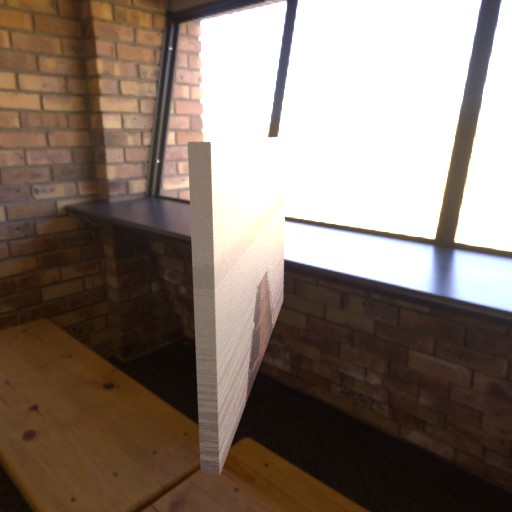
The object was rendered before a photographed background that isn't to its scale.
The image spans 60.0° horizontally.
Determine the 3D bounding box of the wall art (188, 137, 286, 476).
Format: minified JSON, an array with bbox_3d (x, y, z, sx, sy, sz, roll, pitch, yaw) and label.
[{"bbox_3d":[0.000,0.000,1.186,0.037,0.609,0.916,3,16,10],"label":"wall art"}]
